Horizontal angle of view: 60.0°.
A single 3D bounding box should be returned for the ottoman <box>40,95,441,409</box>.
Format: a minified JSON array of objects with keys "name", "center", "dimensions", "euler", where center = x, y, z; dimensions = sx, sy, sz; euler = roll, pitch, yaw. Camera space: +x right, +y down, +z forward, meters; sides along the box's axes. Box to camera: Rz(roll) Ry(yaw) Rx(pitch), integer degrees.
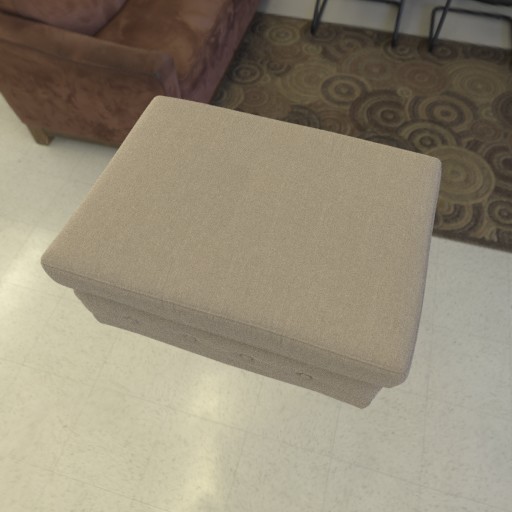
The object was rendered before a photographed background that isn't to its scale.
[{"name":"ottoman","center":[0.000,0.000,1.154],"dimensions":[0.771,0.500,0.569],"euler":[16,60,10]}]
